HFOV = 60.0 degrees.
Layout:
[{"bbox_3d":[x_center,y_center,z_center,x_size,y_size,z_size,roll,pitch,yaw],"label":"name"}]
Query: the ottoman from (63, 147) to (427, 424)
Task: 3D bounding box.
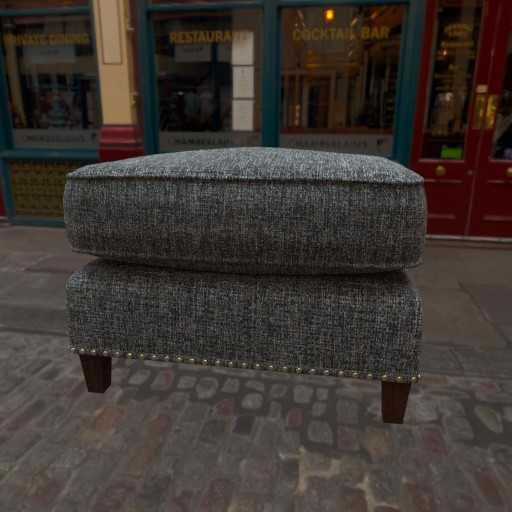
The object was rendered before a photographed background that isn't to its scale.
[{"bbox_3d":[0.000,0.000,1.123,0.738,0.537,0.589,3,16,9],"label":"ottoman"}]
